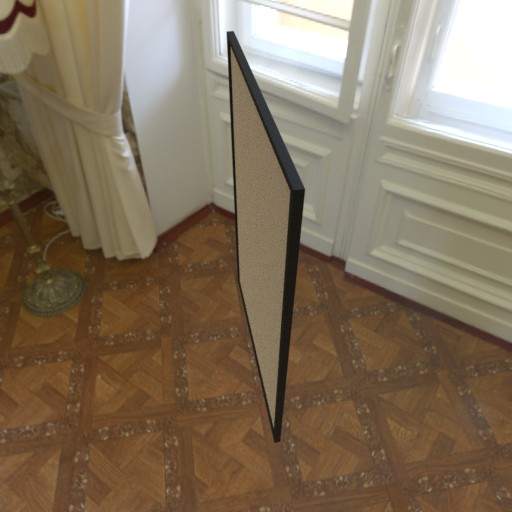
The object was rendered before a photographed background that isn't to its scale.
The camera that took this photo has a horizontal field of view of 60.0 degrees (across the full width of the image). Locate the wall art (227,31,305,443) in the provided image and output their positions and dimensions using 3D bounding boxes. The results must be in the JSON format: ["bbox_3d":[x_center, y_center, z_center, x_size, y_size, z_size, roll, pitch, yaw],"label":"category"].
[{"bbox_3d":[0.000,0.000,0.852,0.013,0.660,0.460,-8,46,-8],"label":"wall art"}]
